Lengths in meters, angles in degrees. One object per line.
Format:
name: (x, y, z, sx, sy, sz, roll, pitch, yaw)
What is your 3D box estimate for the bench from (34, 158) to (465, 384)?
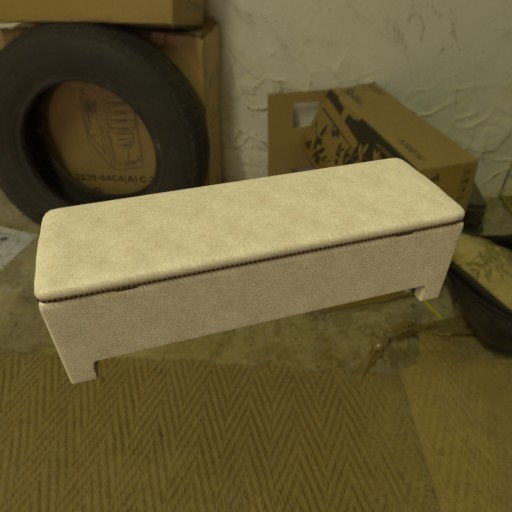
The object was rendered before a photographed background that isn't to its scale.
bench: (0.000, 0.000, 1.722, 1.482, 0.447, 0.470, -11, 40, -13)
